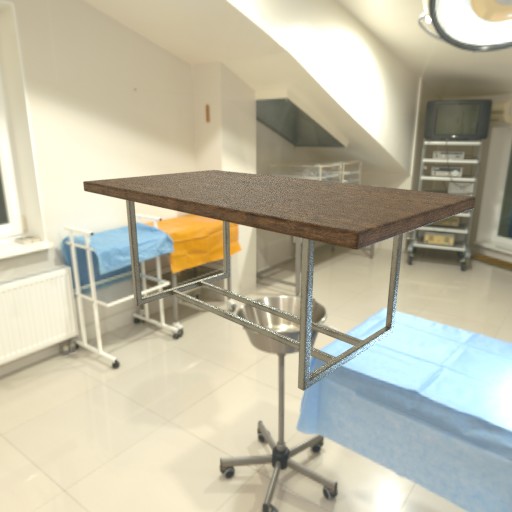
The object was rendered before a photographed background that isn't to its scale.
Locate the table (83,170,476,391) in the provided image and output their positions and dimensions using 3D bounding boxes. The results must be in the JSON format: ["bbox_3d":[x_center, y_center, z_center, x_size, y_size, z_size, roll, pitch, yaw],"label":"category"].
[{"bbox_3d":[0.000,0.000,2.600,1.989,0.795,1.078,15,22,42],"label":"table"}]
